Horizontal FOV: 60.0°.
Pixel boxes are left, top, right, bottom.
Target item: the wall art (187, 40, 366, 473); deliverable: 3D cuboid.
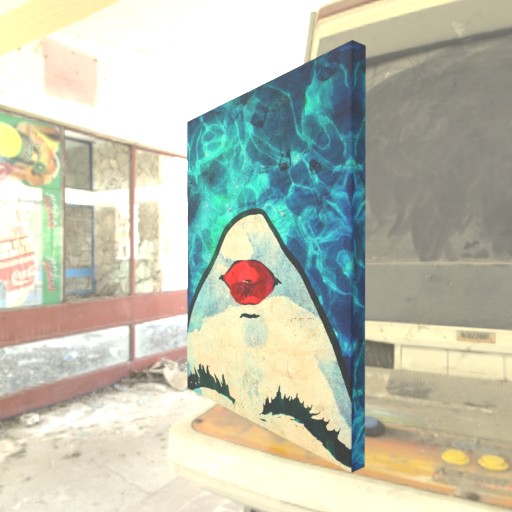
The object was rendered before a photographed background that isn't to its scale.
[{"bbox_3d":[0.000,0.000,1.032,0.038,0.760,0.609,0,1,-37],"label":"wall art"}]
